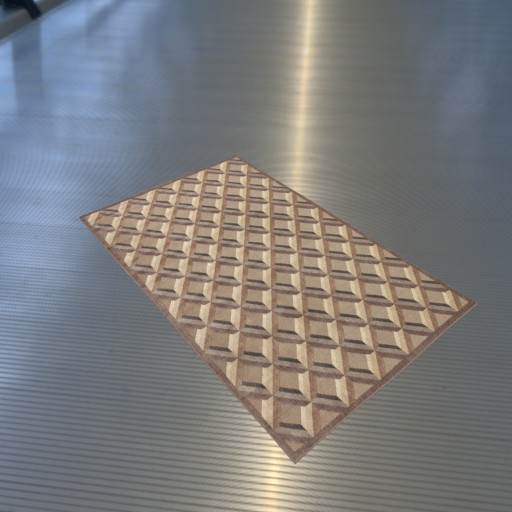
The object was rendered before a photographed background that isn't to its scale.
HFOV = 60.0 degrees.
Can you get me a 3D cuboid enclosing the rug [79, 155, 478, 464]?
[{"bbox_3d":[0.000,0.000,2.115,1.066,0.011,1.677,-28,49,-28],"label":"rug"}]
